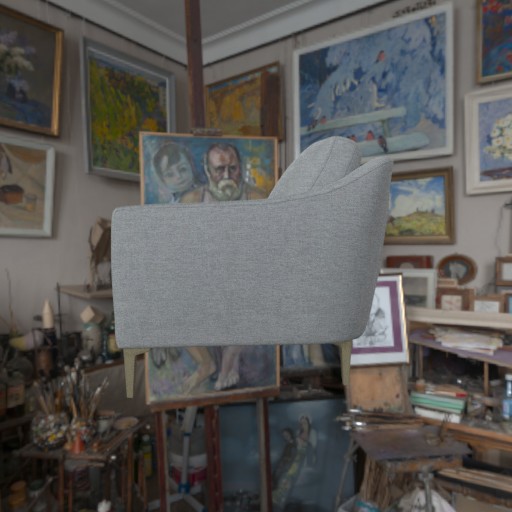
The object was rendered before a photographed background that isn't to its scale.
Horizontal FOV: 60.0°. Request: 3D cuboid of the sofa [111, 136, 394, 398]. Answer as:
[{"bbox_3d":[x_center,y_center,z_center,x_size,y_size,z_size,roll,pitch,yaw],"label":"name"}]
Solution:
[{"bbox_3d":[0.000,0.000,2.184,0.960,0.904,1.619,0,0,-1],"label":"sofa"}]
